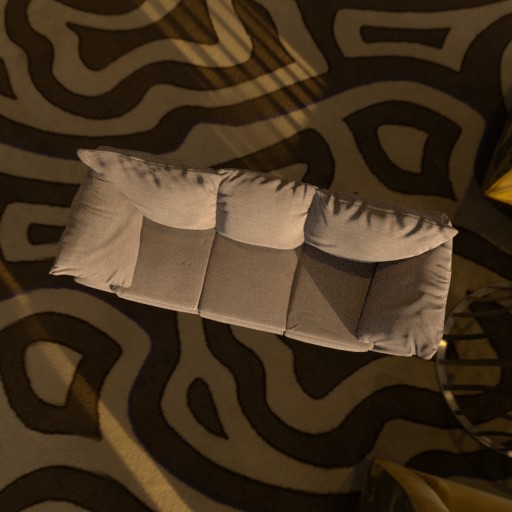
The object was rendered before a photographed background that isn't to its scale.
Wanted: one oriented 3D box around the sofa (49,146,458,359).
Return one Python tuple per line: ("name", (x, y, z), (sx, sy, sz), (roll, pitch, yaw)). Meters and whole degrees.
("sofa", (0.000, 0.000, 2.909), (2.390, 1.043, 0.927), (12, 77, 3))
